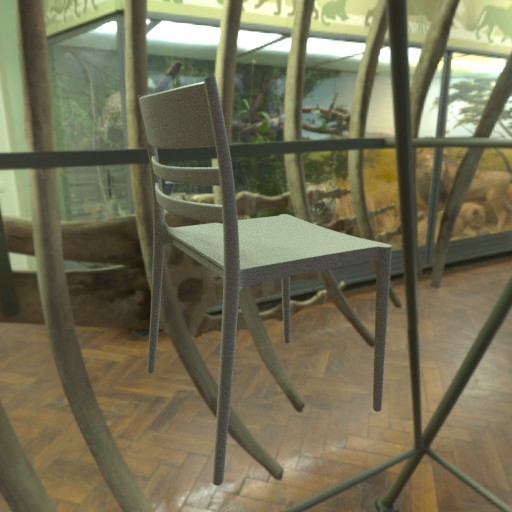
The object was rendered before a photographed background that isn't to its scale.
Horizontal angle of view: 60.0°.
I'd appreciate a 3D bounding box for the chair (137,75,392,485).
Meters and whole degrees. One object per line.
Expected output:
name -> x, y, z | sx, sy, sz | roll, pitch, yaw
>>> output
chair -> 0.000, 0.000, 1.142 | 0.511, 0.800, 0.531 | -8, 18, -27
